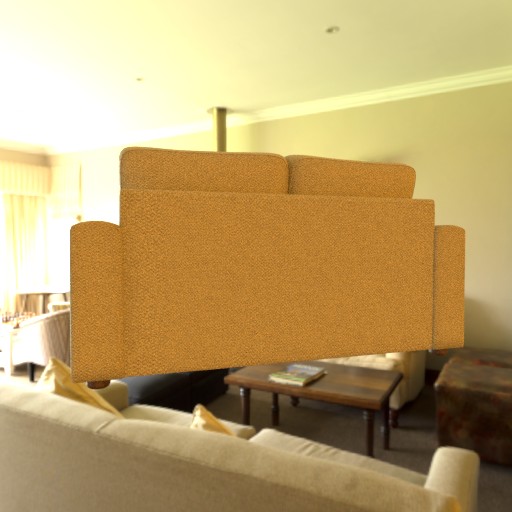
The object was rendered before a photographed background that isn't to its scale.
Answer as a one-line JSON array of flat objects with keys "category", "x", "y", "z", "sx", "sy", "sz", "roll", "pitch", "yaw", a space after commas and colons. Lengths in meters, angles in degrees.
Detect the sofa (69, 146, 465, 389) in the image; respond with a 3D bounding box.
[{"category": "sofa", "x": 0.000, "y": 0.000, "z": 2.174, "sx": 1.616, "sy": 0.873, "sz": 1.016, "roll": -1, "pitch": 2, "yaw": -18}]
